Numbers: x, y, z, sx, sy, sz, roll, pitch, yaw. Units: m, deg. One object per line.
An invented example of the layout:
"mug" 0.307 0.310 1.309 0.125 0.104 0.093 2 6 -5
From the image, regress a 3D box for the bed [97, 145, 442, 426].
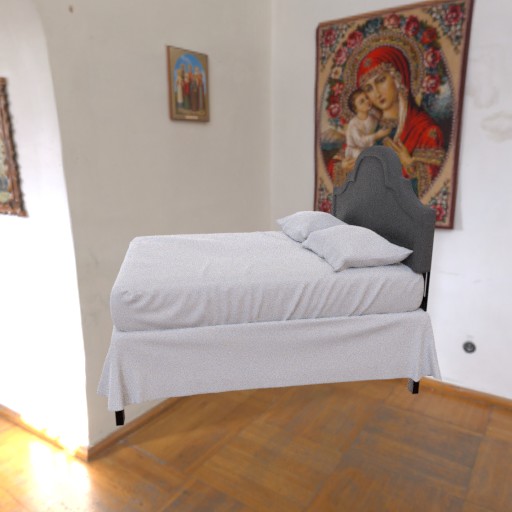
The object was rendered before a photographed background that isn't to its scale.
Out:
"bed" 0.000 0.000 3.374 2.222 1.634 1.780 -3 14 -10
